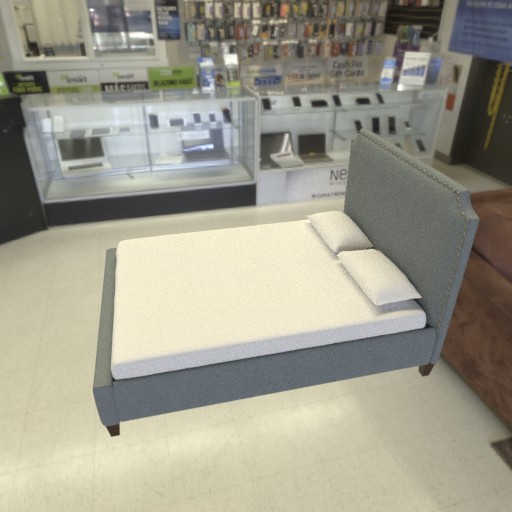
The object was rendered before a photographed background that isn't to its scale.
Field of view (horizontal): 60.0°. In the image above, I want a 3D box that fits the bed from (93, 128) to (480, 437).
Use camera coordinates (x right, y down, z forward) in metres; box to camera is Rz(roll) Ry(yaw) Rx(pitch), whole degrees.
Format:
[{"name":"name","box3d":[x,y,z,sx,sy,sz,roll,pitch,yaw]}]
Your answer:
[{"name":"bed","box3d":[0.000,0.000,3.382,2.372,1.443,1.712,-7,32,-12]}]
